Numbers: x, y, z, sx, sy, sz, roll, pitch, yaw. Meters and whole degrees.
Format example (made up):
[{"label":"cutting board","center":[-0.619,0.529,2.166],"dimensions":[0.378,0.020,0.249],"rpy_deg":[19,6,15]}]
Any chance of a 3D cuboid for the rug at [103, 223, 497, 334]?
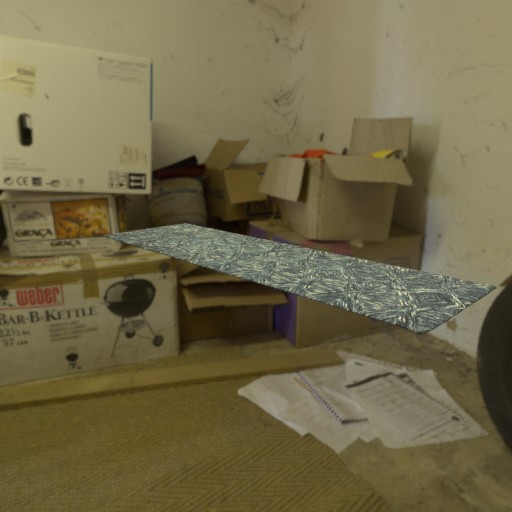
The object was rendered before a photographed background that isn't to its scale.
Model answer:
[{"label":"rug","center":[0.000,0.000,2.497],"dimensions":[0.719,0.013,2.306],"rpy_deg":[-14,19,-43]}]
